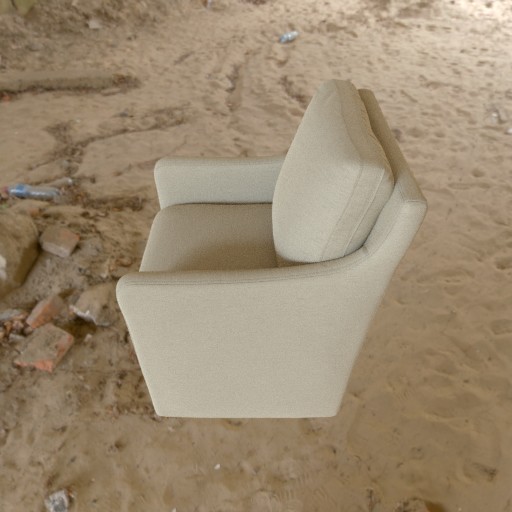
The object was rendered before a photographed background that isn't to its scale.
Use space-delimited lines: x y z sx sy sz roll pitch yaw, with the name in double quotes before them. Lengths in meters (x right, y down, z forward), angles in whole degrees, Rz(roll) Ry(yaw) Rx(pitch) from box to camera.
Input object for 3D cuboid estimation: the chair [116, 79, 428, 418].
"chair" 0.000 0.000 1.356 0.694 0.914 0.626 0 42 0
